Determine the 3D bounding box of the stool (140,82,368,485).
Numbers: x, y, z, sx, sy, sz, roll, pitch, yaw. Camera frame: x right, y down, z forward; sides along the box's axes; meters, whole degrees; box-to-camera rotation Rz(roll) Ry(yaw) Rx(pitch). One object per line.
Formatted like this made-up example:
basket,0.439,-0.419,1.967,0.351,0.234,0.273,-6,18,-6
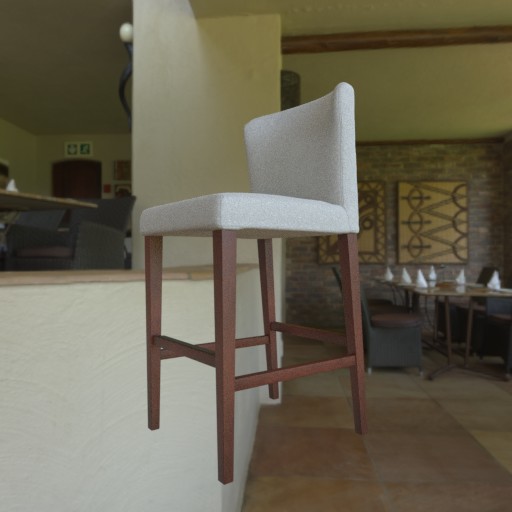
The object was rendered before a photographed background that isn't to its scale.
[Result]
stool,0.000,0.000,1.360,0.568,1.069,0.479,0,0,-37
